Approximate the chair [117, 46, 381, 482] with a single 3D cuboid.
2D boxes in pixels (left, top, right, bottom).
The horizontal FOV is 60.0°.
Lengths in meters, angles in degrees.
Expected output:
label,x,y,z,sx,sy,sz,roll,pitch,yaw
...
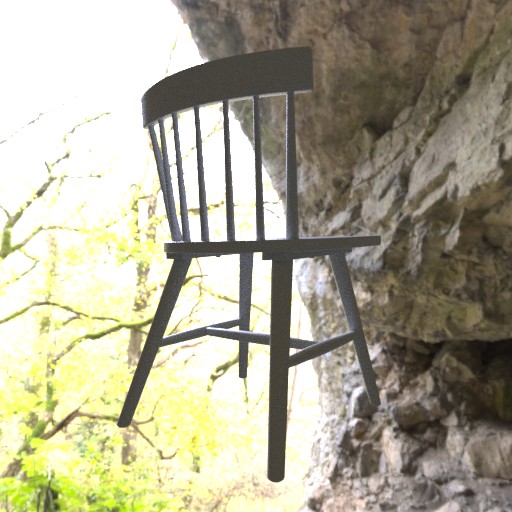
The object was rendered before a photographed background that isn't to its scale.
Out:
label,x,y,z,sx,sy,sz,roll,pitch,yaw
chair,0.000,0.000,1.092,0.483,0.787,0.500,0,1,35
